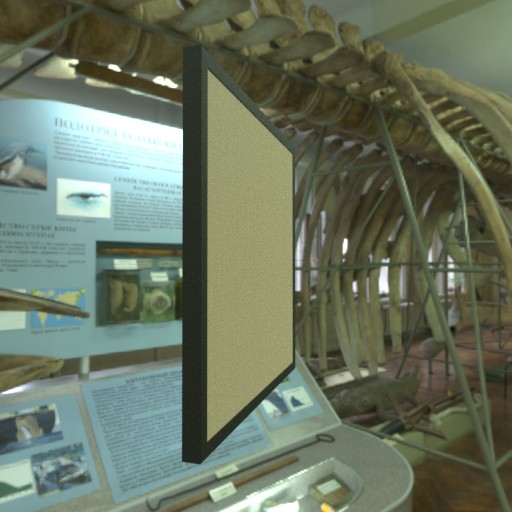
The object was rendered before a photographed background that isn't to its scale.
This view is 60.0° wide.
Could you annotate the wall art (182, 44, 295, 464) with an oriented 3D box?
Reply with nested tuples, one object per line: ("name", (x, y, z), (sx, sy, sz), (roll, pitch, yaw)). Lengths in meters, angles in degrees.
("wall art", (0.000, 0.000, 0.469), (0.015, 0.304, 0.306), (0, -1, 18))
